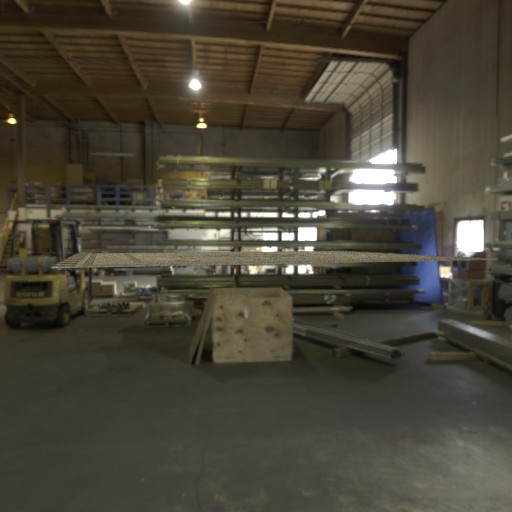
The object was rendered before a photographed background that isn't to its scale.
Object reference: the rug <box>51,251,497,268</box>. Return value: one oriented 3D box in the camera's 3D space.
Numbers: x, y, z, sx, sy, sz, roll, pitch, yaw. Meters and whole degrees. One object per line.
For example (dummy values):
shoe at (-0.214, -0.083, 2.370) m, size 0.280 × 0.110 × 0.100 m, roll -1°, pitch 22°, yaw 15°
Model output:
rug at (0.000, 0.000, 4.075) m, size 3.221 × 0.011 × 2.379 m, roll -1°, pitch 2°, yaw -19°
